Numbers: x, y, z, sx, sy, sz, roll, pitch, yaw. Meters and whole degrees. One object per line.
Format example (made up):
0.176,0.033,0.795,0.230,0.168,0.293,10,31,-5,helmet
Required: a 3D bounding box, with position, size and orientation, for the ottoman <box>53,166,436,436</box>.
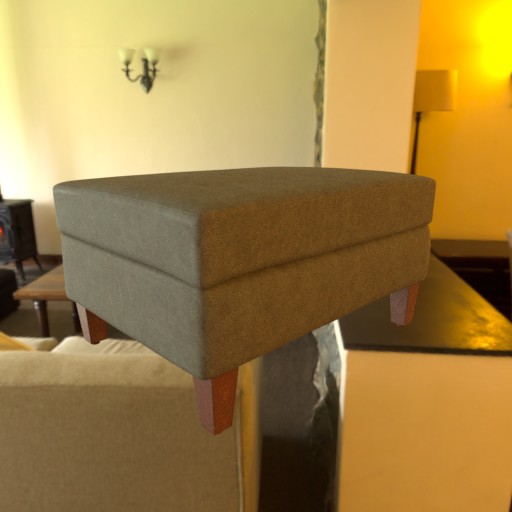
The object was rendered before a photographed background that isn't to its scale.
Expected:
0.000,0.000,1.223,0.839,0.464,0.639,-14,20,-42,ottoman
